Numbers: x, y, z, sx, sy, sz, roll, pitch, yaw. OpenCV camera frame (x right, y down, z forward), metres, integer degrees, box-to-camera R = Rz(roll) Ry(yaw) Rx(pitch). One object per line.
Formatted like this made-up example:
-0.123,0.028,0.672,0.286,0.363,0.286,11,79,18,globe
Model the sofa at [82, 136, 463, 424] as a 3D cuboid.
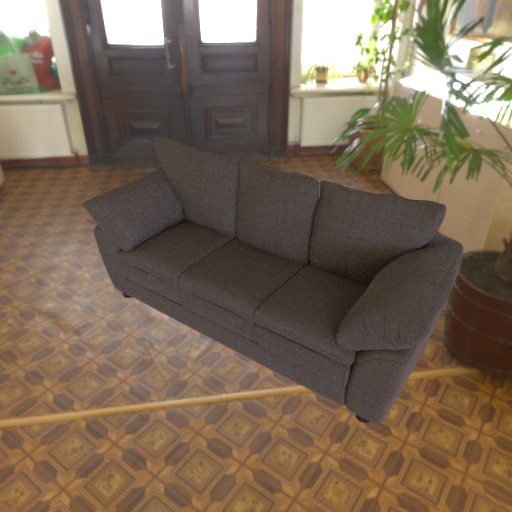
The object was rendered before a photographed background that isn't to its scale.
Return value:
0.000,0.000,2.852,2.336,1.080,0.883,20,37,30,sofa
